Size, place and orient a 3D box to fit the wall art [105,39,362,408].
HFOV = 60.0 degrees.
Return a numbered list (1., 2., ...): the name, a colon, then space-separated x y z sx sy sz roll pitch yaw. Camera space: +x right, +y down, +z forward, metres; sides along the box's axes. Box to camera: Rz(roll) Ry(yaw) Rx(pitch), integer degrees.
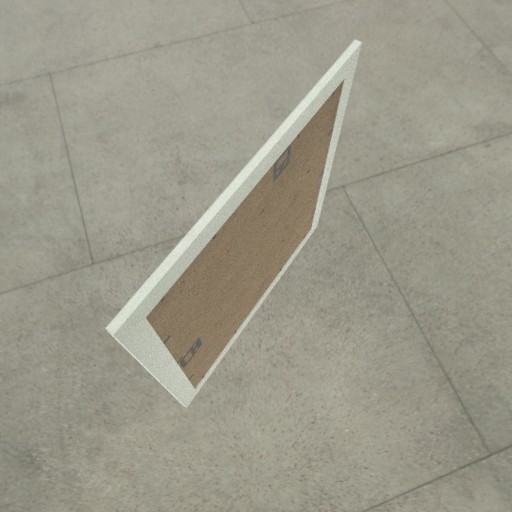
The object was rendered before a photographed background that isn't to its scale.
1. wall art: 0.000 0.000 0.869 0.013 0.584 0.584 31 68 15
